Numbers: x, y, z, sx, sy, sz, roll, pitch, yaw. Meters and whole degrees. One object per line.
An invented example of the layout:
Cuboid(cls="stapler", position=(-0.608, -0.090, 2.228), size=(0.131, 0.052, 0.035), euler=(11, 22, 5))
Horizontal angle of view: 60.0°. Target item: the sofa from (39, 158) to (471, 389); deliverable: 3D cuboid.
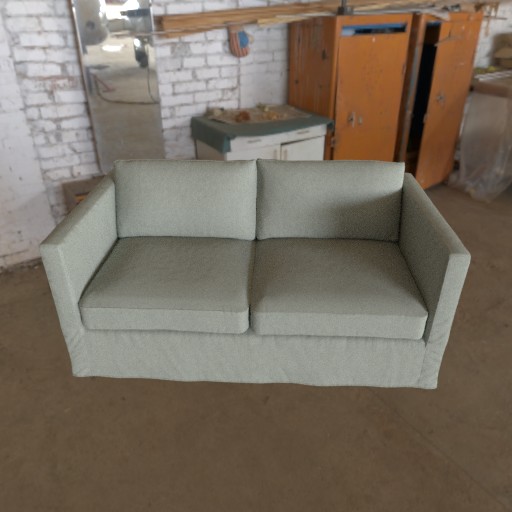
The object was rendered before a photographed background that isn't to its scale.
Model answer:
Cuboid(cls="sofa", position=(0.000, 0.000, 2.255), size=(1.727, 0.830, 0.944), euler=(1, 31, 2))
